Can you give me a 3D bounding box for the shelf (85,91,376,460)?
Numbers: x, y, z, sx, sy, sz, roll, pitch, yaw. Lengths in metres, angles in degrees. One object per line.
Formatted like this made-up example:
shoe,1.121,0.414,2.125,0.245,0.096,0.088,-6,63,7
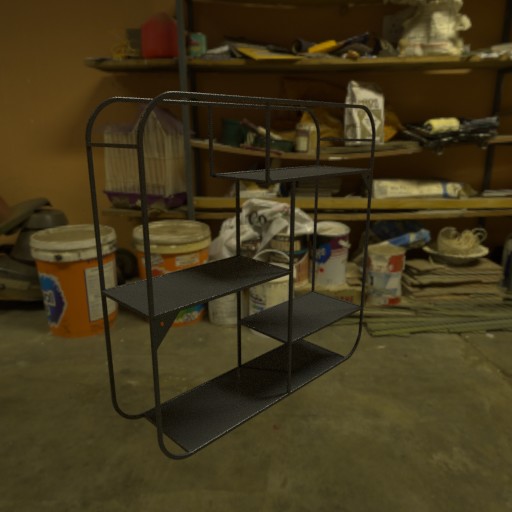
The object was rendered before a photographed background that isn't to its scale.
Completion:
shelf,0.000,0.000,0.911,0.600,0.600,0.160,-15,22,-43
